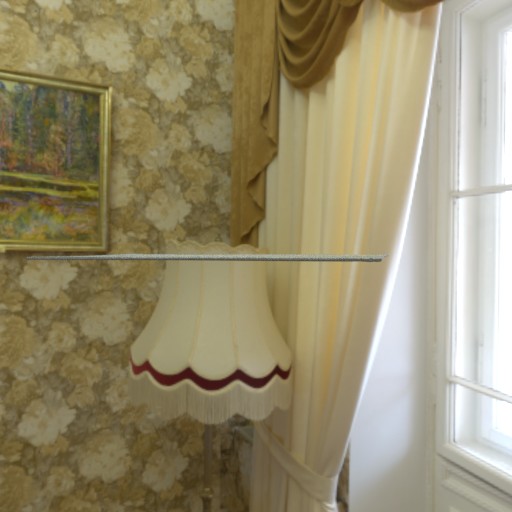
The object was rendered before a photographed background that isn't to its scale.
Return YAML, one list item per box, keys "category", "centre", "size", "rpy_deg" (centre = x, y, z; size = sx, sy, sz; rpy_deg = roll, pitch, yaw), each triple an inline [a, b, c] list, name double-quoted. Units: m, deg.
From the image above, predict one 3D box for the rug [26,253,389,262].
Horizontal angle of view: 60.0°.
- category: "rug"
  centre: [0.000, 0.000, 4.343]
  size: [2.461, 0.046, 3.237]
  rpy_deg: [0, 0, 17]
